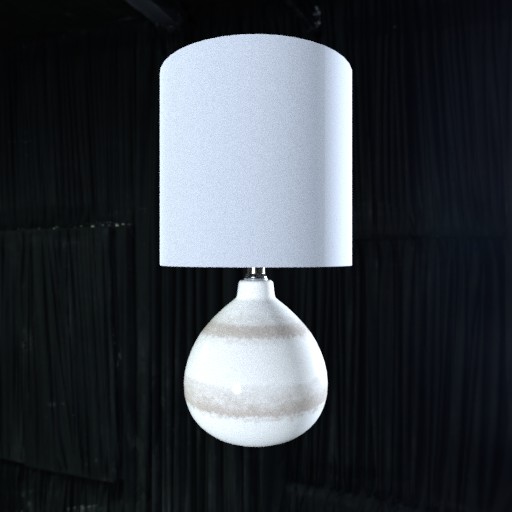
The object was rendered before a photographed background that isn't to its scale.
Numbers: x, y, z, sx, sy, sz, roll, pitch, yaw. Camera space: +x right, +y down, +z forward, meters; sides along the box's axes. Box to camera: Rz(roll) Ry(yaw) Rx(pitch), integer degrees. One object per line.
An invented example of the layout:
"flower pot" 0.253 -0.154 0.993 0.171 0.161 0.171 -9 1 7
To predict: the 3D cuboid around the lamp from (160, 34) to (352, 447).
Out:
"lamp" 0.000 0.000 0.511 0.217 0.404 0.217 0 0 17
